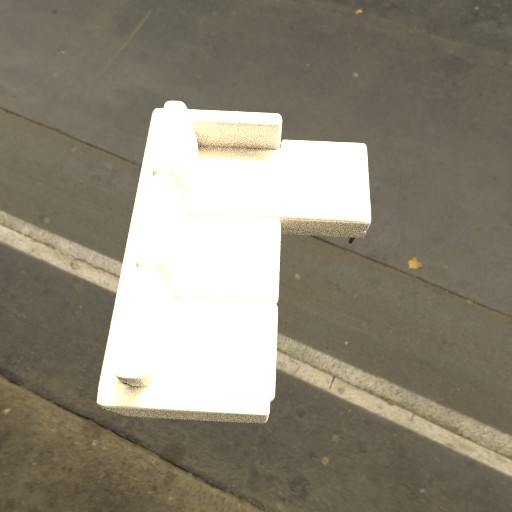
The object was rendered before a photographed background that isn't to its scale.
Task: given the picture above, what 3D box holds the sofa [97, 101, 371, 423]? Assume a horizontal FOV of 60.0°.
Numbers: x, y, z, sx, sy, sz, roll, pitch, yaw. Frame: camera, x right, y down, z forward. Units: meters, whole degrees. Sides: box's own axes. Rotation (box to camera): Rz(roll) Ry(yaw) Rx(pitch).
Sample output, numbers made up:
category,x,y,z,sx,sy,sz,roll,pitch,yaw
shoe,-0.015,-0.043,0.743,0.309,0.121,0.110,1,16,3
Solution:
category,x,y,z,sx,sy,sz,roll,pitch,yaw
sofa,0.000,0.000,2.912,1.580,0.899,2.029,3,65,1
